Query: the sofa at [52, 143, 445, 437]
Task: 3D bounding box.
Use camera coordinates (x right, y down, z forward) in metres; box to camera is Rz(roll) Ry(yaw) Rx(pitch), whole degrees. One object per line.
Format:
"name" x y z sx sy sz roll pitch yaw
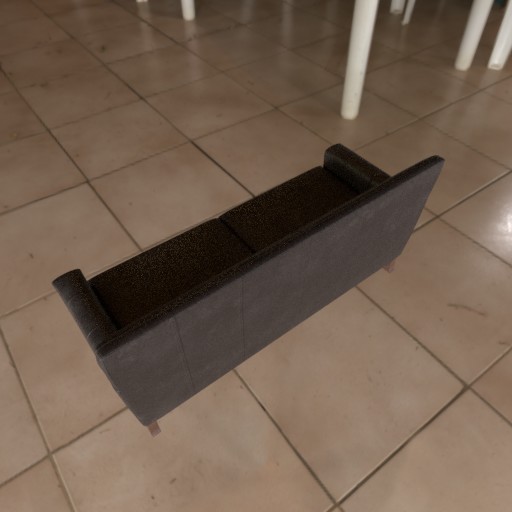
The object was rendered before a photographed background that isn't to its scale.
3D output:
"sofa" 0.000 0.000 2.576 2.053 0.947 0.805 -29 54 -24
